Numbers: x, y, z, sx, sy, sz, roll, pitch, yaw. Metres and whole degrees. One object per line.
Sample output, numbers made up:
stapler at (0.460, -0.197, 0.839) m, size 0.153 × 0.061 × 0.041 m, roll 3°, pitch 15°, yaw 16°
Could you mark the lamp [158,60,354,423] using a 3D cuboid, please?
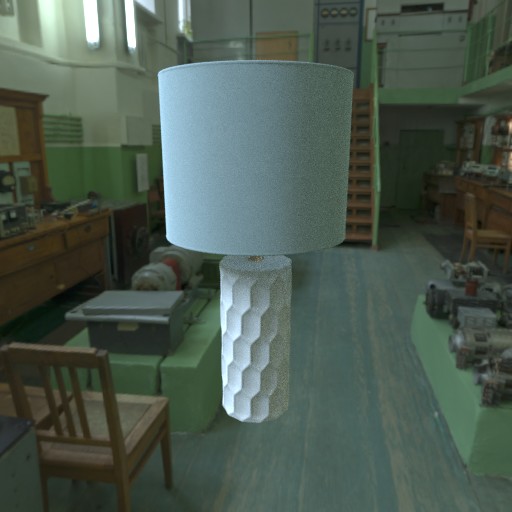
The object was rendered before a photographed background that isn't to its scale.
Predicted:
lamp at (0.000, 0.000, 0.707) m, size 0.277 × 0.534 × 0.277 m, roll 2°, pitch 15°, yaw 7°
